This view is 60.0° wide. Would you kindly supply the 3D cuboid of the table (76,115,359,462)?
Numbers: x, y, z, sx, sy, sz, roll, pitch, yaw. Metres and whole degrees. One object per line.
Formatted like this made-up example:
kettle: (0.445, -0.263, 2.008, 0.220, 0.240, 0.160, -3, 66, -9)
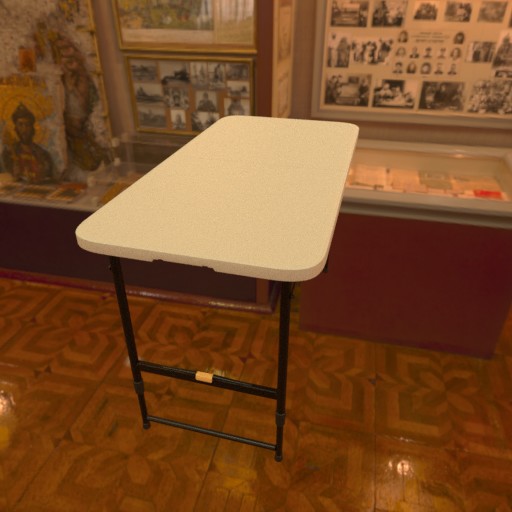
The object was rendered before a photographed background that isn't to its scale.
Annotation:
table: (0.000, 0.000, 1.675, 0.611, 0.737, 1.245, 8, 32, 13)
